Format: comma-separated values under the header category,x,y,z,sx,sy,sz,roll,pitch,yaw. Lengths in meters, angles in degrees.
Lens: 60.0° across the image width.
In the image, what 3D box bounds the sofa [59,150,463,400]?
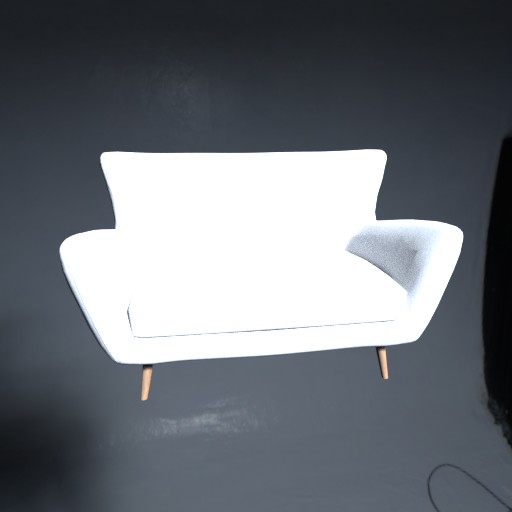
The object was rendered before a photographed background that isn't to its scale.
category,x,y,z,sx,sy,sz,roll,pitch,yaw
sofa,0.000,0.000,1.956,1.424,0.878,0.921,-3,17,-8
